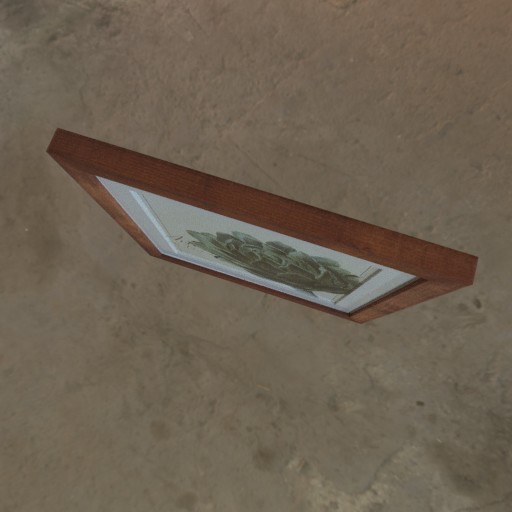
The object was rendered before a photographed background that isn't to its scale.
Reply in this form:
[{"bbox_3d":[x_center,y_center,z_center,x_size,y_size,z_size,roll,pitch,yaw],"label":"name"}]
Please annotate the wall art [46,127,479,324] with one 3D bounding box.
[{"bbox_3d":[0.000,0.000,0.829,0.554,0.572,0.037,18,77,4],"label":"wall art"}]
